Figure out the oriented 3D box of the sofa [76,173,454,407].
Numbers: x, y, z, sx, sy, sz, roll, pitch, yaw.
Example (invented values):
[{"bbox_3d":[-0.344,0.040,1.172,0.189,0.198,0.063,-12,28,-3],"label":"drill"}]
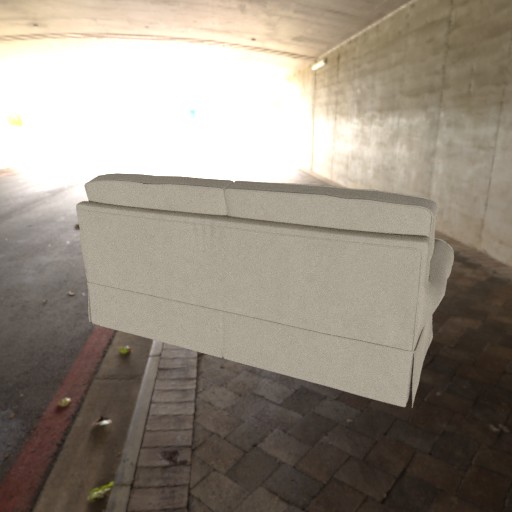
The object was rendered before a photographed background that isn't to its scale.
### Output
[{"bbox_3d":[0.000,0.000,2.800,2.246,1.014,0.900,8,19,26],"label":"sofa"}]
